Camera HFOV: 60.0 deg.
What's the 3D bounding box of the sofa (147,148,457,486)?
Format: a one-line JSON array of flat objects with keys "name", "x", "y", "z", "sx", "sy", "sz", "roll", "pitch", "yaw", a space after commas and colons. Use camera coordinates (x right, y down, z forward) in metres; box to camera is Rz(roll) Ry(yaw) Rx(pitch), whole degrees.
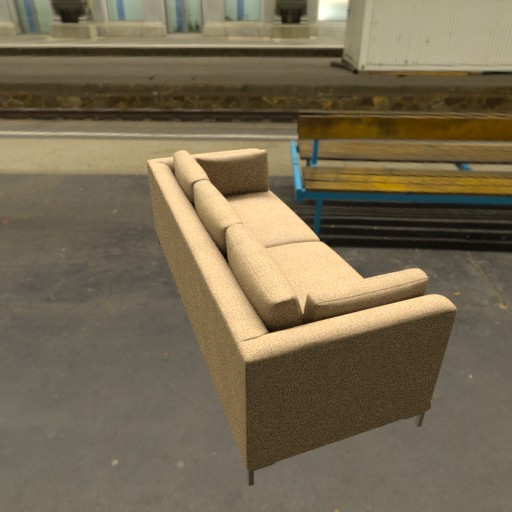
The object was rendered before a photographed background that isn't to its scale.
[{"name": "sofa", "x": 0.000, "y": 0.000, "z": 2.851, "sx": 0.969, "sy": 0.867, "sz": 2.415, "roll": -11, "pitch": 32, "yaw": -17}]
